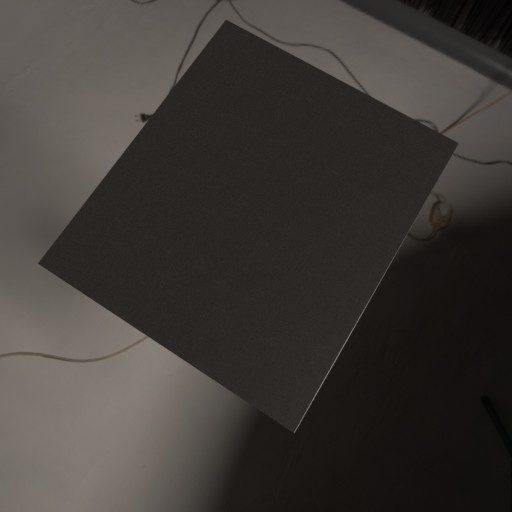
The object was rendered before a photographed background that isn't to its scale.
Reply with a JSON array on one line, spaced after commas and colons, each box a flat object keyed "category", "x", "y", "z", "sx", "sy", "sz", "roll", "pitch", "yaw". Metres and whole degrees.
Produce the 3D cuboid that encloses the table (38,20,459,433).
[{"category": "table", "x": 0.000, "y": 0.000, "z": 0.906, "sx": 0.399, "sy": 0.610, "sz": 0.460, "roll": 31, "pitch": 78, "yaw": 8}]
